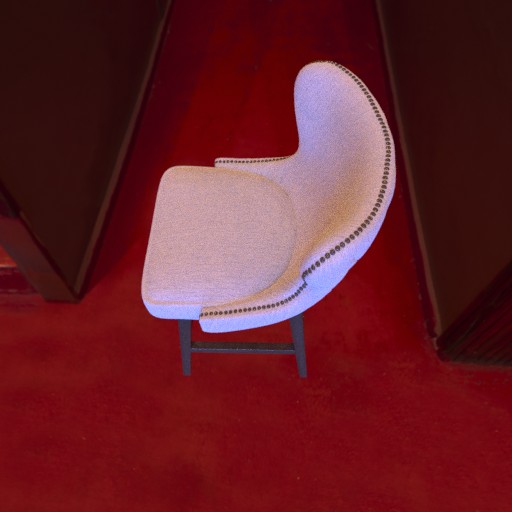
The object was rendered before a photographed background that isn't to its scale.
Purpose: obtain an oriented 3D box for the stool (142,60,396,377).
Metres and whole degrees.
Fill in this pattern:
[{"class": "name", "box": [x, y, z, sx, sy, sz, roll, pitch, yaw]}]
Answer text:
[{"class": "stool", "box": [0.000, 0.000, 1.350, 0.597, 0.972, 0.615, 1, 58, 1]}]
